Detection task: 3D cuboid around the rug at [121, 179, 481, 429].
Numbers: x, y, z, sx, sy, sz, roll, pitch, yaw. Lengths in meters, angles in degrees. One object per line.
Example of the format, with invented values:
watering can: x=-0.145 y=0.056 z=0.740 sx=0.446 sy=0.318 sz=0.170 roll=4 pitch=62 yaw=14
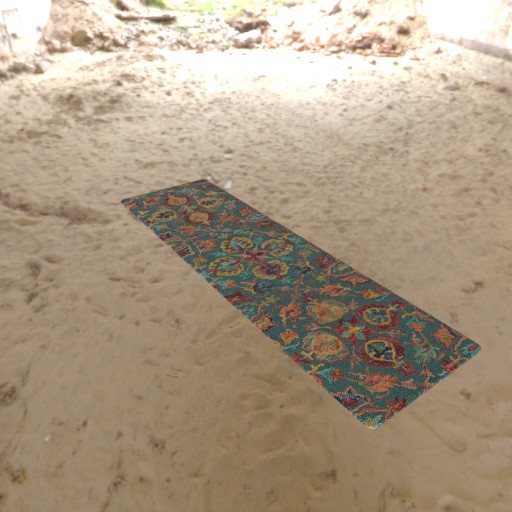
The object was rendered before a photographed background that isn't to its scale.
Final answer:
rug: x=0.000 y=0.000 z=2.456 sx=0.686 sy=0.013 sz=2.286 roll=-21 pitch=37 yaw=-30
